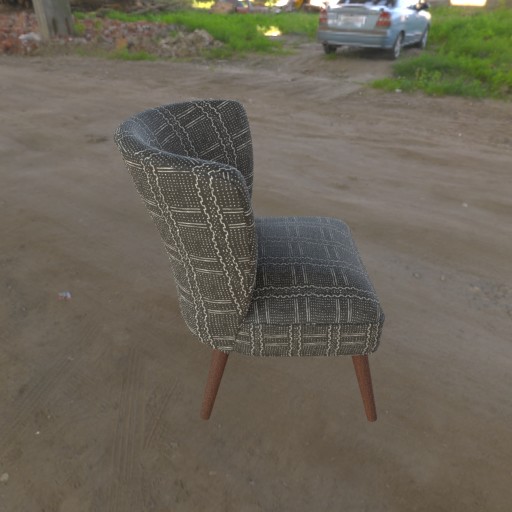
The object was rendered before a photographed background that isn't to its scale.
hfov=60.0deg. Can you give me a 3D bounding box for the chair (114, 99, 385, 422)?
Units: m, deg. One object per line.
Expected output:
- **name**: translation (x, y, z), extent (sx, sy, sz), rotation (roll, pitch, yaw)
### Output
- **chair**: translation (0.000, 0.000, 1.432), extent (0.758, 0.866, 0.710), rotation (-1, 32, -1)
